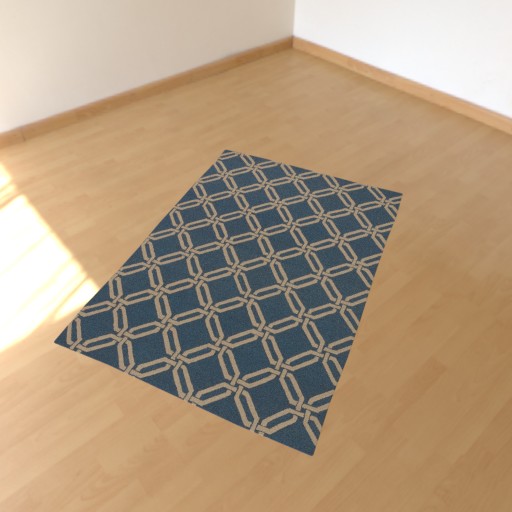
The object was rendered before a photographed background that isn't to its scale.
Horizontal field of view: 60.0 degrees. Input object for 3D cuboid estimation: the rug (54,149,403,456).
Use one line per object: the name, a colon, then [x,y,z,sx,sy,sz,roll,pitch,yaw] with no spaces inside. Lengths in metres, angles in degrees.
rug: [0.000,0.000,2.909,1.524,0.013,2.135,18,48,16]
